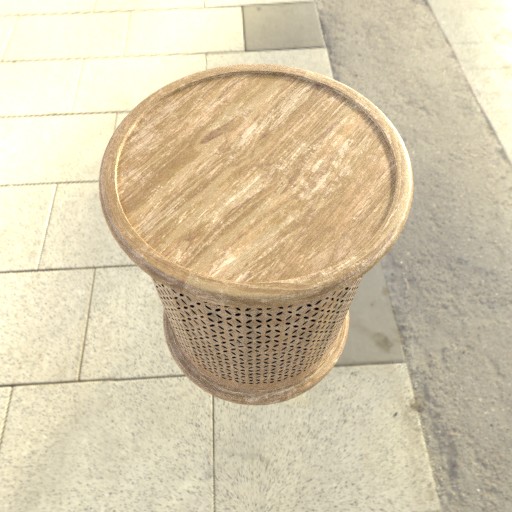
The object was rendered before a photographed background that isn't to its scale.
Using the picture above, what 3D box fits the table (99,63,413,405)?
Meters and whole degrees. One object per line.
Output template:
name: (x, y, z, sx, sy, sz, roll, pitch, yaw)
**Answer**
table: (0.000, 0.000, 0.780, 0.407, 0.482, 0.407, 0, 59, 0)
